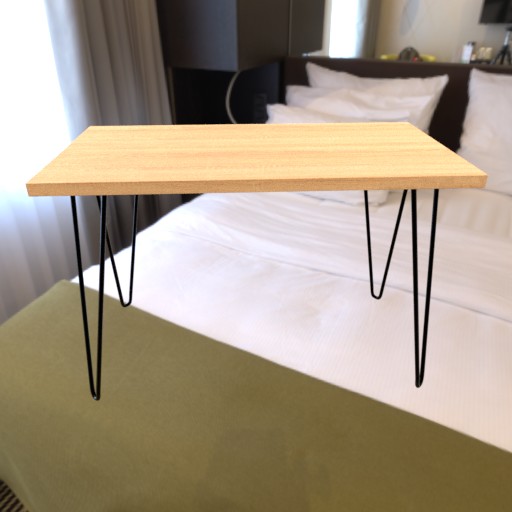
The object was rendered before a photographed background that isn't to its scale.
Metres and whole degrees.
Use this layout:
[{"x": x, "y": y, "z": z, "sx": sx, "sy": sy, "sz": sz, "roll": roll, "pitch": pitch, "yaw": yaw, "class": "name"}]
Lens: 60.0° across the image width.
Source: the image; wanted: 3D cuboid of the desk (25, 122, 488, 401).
[{"x": 0.000, "y": 0.000, "z": 1.326, "sx": 0.991, "sy": 0.660, "sz": 0.499, "roll": -1, "pitch": 30, "yaw": -3, "class": "desk"}]
